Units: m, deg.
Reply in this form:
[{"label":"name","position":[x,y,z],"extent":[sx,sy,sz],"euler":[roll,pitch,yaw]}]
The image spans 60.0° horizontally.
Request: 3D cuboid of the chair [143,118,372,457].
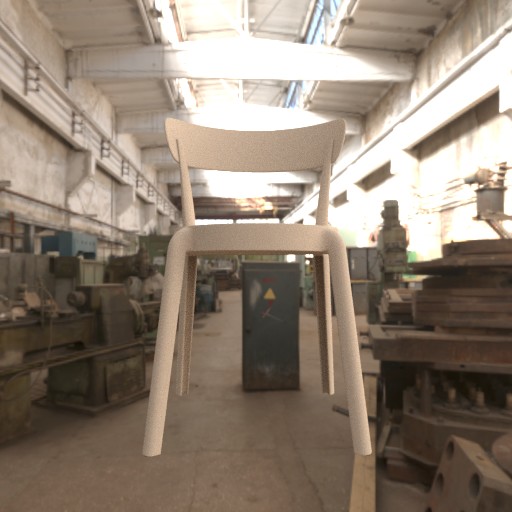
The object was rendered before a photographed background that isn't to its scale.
[{"label":"chair","position":[0.000,0.000,1.111],"extent":[0.506,0.790,0.491],"euler":[0,-1,-1]}]
